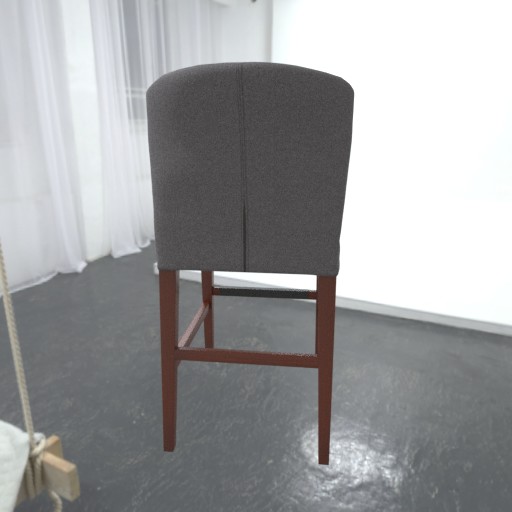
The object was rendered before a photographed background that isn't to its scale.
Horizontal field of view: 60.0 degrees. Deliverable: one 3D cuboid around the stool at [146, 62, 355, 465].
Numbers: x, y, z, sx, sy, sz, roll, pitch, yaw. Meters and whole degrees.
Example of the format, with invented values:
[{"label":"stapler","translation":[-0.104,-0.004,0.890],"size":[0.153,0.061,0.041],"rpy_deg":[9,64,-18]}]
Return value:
[{"label":"stool","translation":[0.000,0.000,1.281],"size":[0.481,0.968,0.568],"rpy_deg":[2,16,6]}]
